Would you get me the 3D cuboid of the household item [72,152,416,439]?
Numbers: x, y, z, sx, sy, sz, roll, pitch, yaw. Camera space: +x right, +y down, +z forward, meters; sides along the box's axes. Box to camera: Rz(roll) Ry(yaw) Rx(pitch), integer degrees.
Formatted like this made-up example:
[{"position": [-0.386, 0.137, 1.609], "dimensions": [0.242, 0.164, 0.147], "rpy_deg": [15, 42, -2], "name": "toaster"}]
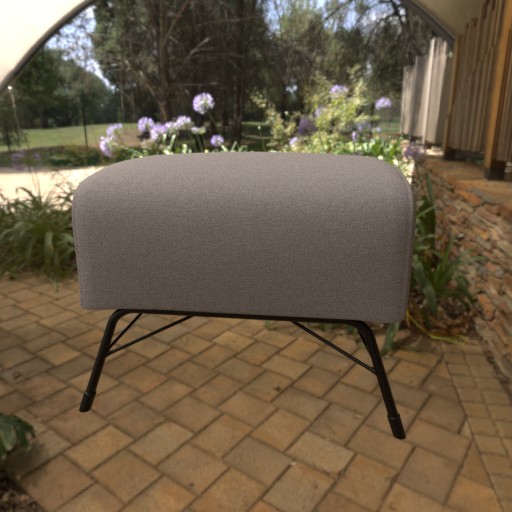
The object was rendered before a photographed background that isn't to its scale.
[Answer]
[{"position": [0.000, 0.000, 0.900], "dimensions": [0.530, 0.410, 0.530], "rpy_deg": [2, 16, 7], "name": "household item"}]
